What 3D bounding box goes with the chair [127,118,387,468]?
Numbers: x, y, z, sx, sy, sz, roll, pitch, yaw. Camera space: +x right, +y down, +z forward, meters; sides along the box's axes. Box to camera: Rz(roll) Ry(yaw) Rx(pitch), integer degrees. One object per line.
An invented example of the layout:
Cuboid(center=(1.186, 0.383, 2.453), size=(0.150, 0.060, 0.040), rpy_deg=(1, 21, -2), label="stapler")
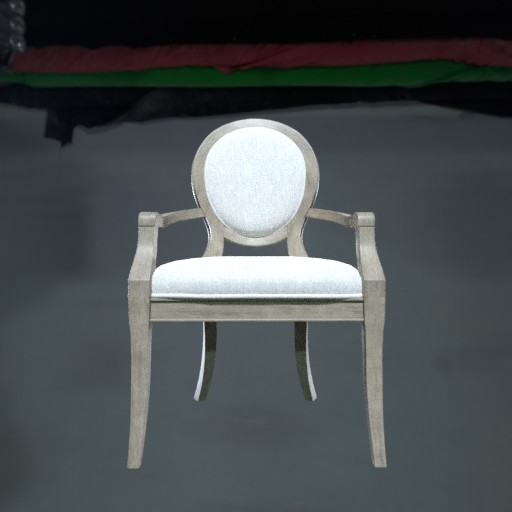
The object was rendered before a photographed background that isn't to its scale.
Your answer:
Cuboid(center=(0.000, 0.000, 1.337), size=(0.611, 0.991, 0.602), rpy_deg=(0, 0, -1), label="chair")
